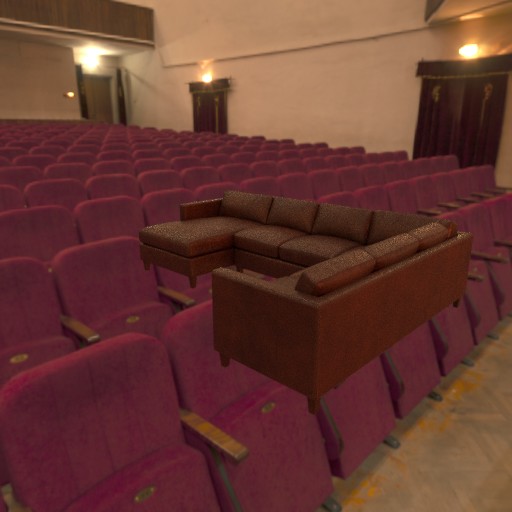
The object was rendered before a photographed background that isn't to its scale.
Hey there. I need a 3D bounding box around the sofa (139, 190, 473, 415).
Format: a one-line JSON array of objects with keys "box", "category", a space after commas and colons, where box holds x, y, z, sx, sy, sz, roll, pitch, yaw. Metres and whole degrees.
[{"box": [0.000, 0.000, 4.490, 3.324, 0.891, 2.452, 15, 22, 42], "category": "sofa"}]
